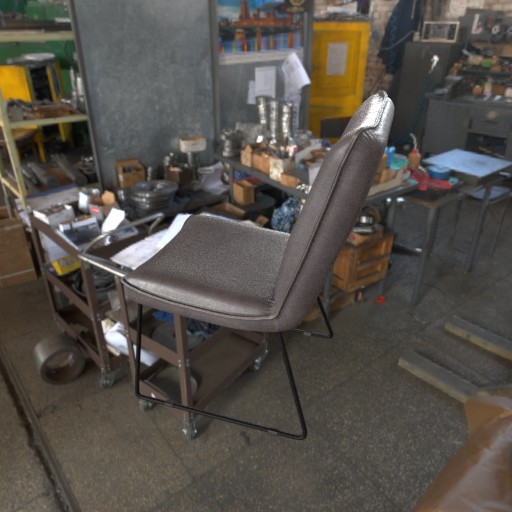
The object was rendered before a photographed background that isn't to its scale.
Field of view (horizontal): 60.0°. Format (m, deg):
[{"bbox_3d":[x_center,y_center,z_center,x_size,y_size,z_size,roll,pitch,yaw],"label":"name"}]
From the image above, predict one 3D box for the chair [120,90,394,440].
[{"bbox_3d":[0.000,0.000,1.370,0.688,0.932,0.515,9,30,16],"label":"chair"}]
